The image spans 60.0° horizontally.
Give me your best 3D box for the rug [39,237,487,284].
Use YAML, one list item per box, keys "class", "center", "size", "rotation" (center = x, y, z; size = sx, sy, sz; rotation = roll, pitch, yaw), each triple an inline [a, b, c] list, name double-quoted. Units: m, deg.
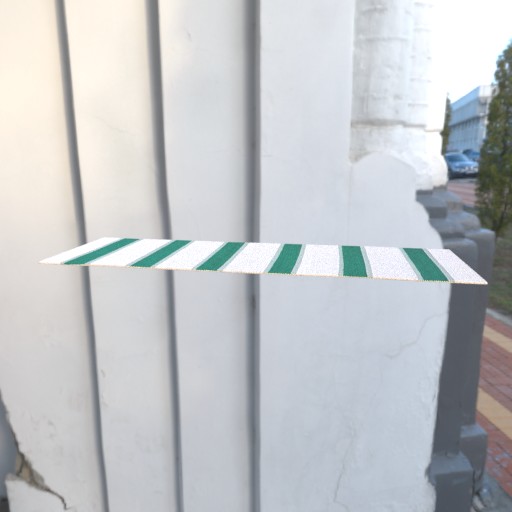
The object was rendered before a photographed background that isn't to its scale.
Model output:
- class: "rug"
  center: [0.000, 0.000, 2.743]
  size: [2.438, 0.012, 0.768]
  rotation: [2, 14, 10]
